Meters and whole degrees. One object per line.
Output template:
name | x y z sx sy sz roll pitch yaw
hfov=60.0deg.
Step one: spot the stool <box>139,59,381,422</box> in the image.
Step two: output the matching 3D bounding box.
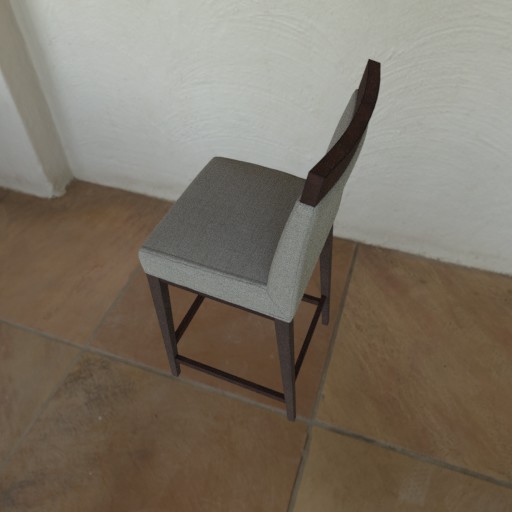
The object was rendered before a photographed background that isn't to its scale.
stool | 0.000 0.000 1.415 0.531 1.117 0.511 16 49 15
